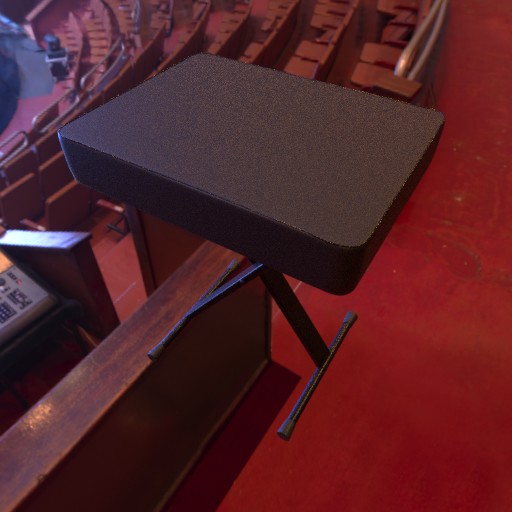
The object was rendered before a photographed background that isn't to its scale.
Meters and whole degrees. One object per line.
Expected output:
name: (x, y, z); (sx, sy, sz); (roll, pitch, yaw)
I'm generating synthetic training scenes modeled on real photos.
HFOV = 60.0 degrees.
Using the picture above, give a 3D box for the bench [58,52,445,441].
bench: (0.000, 0.000, 0.761); (0.424, 0.500, 0.321); (24, 50, 22)
